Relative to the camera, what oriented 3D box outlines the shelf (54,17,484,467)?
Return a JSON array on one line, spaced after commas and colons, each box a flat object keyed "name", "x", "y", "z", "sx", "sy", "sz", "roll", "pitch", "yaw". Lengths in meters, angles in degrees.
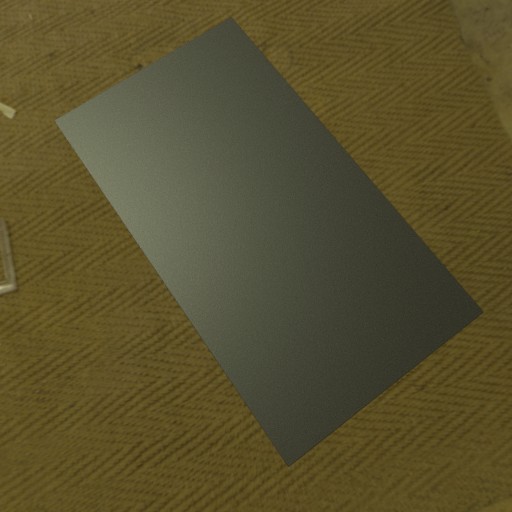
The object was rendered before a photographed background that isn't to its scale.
[{"name": "shelf", "x": 0.000, "y": 0.000, "z": 1.323, "sx": 0.498, "sy": 0.749, "sz": 0.902, "roll": -35, "pitch": 77, "yaw": -9}]
